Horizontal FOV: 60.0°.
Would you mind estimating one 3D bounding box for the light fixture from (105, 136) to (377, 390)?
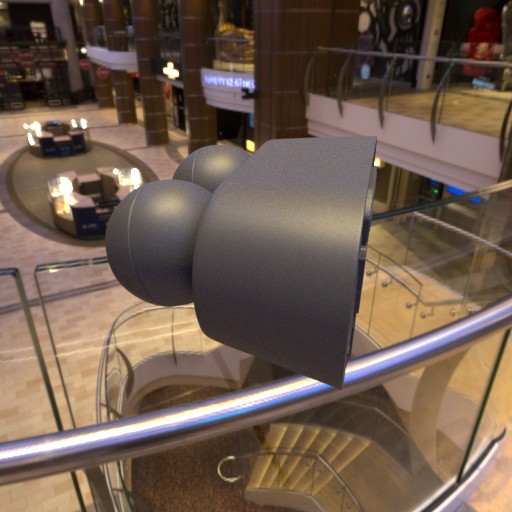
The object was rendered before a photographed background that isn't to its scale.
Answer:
[{"bbox_3d":[0.000,0.000,0.332,0.159,0.159,0.229,7,29,14],"label":"light fixture"}]
